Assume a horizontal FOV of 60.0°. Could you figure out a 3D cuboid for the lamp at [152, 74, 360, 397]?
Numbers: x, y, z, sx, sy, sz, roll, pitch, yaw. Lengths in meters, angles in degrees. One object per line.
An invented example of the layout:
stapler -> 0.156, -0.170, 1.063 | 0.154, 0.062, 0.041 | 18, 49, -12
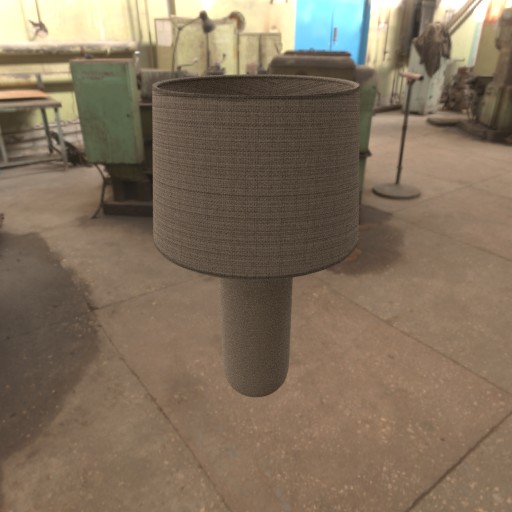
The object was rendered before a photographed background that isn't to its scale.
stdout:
lamp -> 0.000, 0.000, 0.833 | 0.367, 0.609, 0.367 | 0, 27, 0
